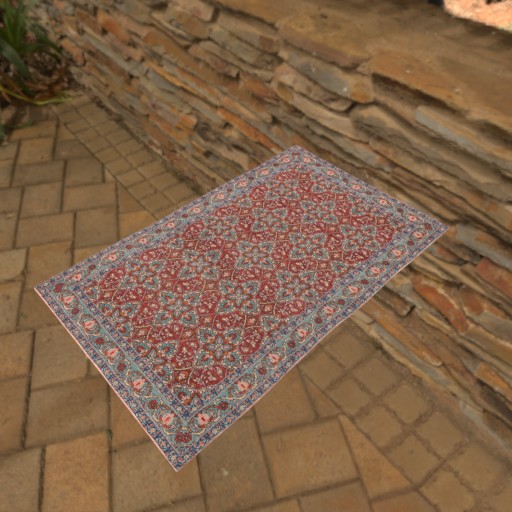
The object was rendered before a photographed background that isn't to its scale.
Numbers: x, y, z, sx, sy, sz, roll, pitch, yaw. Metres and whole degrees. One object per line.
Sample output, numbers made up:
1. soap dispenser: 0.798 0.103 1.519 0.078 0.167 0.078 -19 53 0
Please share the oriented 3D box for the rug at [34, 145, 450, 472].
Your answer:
1. rug: 0.000 0.000 3.010 2.439 0.011 1.533 -34 55 -29
